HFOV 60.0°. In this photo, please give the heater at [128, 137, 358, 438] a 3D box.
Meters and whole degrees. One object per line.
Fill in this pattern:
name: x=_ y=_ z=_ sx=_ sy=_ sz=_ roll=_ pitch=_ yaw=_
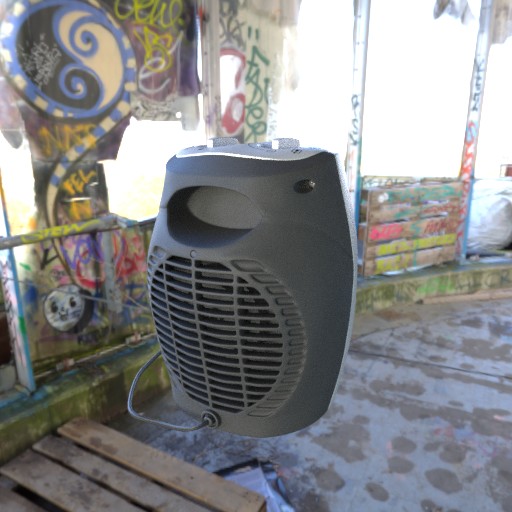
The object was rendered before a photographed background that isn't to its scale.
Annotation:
heater: x=0.000 y=0.000 z=0.462 sx=0.239 sy=0.240 sz=0.291 roll=8 pitch=17 yaw=27
